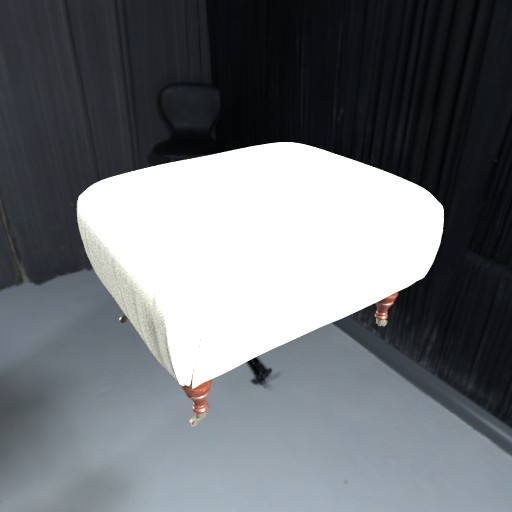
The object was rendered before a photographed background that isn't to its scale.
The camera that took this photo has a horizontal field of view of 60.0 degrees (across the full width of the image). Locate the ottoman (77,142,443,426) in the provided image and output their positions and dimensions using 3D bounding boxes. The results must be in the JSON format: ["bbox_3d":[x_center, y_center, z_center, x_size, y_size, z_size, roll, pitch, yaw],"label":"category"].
[{"bbox_3d":[0.000,0.000,1.150,0.747,0.450,0.622,-19,35,-30],"label":"ottoman"}]
